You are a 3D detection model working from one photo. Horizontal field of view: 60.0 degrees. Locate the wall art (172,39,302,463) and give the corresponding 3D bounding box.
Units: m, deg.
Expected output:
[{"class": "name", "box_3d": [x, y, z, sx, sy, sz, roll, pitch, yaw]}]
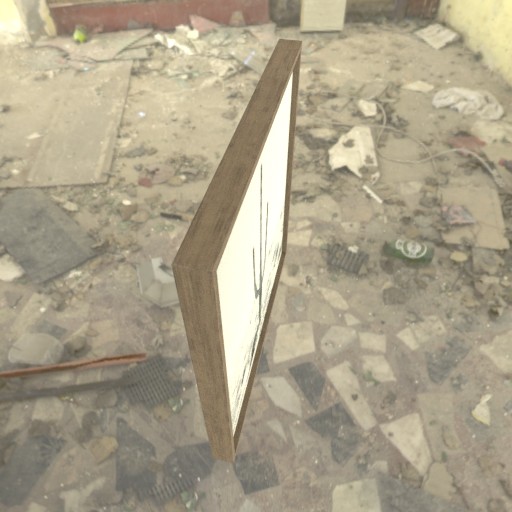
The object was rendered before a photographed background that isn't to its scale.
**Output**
[{"class": "wall art", "box_3d": [0.000, 0.000, 0.746, 0.038, 0.508, 0.508, 10, 48, 9]}]
